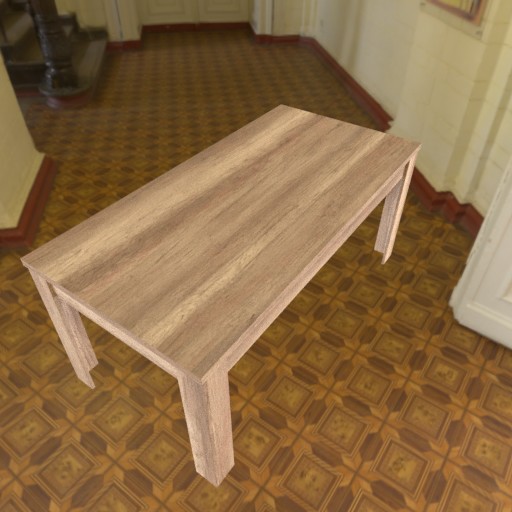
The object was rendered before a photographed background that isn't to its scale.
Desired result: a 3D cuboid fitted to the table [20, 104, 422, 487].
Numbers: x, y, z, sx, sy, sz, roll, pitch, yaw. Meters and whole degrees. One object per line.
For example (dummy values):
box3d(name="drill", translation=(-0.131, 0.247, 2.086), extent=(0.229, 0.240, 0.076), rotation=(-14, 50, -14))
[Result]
box3d(name="table", translation=(0.000, 0.000, 2.286), extent=(0.900, 0.790, 1.800), rotation=(25, 47, 26))
